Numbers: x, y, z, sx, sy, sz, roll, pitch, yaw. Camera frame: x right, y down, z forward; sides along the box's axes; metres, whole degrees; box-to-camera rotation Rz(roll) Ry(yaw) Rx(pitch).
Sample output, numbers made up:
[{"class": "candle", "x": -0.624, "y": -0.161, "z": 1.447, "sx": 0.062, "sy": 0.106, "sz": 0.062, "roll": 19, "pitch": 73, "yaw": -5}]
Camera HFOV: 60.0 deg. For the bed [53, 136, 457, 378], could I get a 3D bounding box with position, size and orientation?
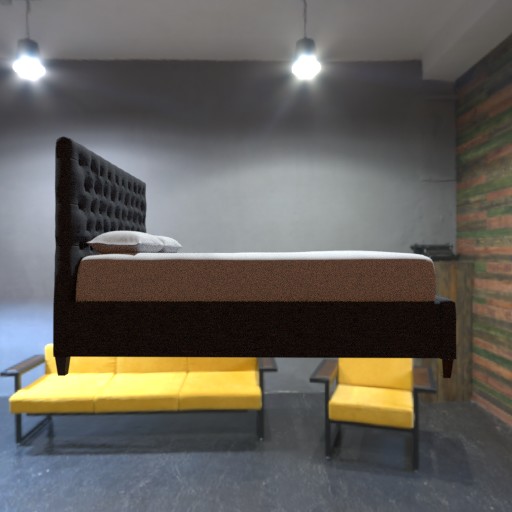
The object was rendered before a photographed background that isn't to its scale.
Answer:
[{"class": "bed", "x": 0.000, "y": 0.000, "z": 3.433, "sx": 2.387, "sy": 1.427, "sz": 1.698, "roll": 0, "pitch": 0, "yaw": 1}]
